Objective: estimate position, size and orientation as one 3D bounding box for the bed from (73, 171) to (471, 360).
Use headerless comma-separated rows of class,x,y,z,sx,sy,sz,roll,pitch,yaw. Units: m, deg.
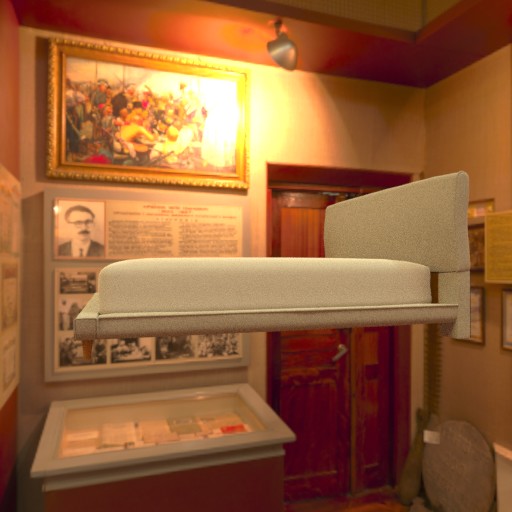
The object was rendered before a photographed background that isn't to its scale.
bed,0.000,0.000,3.313,2.368,1.067,1.840,0,-1,-17
